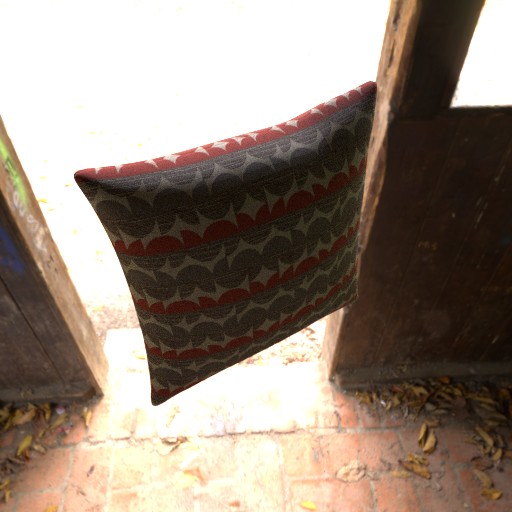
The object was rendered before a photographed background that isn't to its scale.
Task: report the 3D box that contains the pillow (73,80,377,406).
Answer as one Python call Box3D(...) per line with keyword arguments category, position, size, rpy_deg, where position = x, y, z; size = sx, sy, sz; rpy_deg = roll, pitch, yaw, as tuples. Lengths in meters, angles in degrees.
Box3D(category="pillow", position=(0.000, 0.000, 0.651), size=(0.420, 0.410, 0.180), rpy_deg=(-24, 50, -22))
